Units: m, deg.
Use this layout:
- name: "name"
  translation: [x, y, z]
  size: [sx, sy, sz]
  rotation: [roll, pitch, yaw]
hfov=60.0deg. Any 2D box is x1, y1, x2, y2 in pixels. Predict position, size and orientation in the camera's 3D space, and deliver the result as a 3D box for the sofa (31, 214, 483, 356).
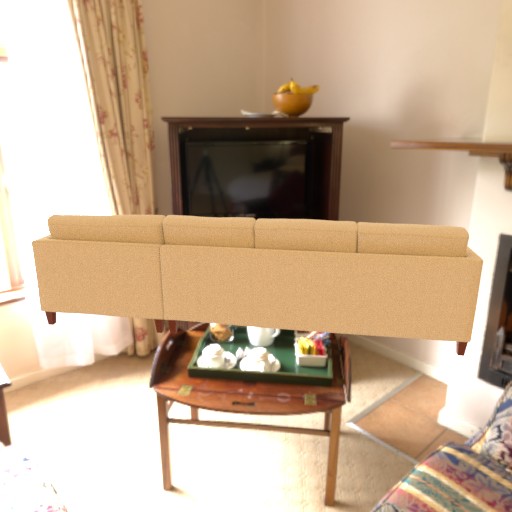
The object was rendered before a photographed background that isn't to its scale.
- name: "sofa"
  translation: [0.000, 0.000, 4.130]
  size: [3.471, 0.954, 1.599]
  rotation: [3, 16, 9]
